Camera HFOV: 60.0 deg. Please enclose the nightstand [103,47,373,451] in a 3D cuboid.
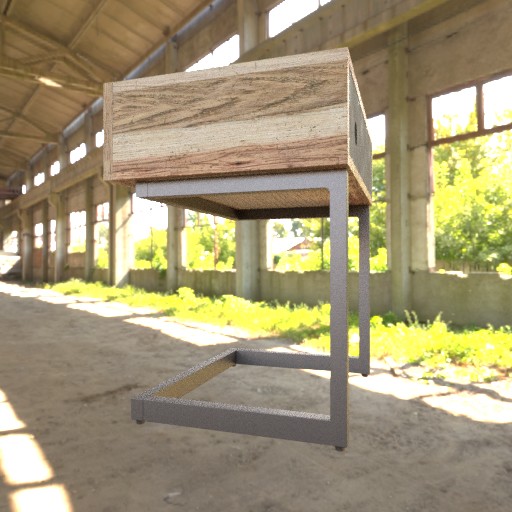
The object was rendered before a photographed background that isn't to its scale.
[{"bbox_3d":[0.000,0.000,1.012,0.481,0.632,0.558,0,-1,18],"label":"nightstand"}]
